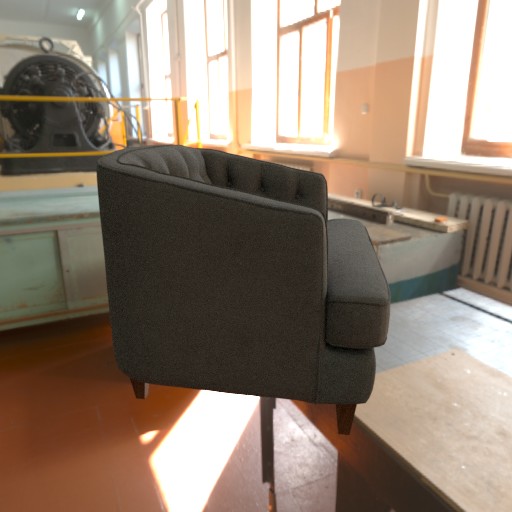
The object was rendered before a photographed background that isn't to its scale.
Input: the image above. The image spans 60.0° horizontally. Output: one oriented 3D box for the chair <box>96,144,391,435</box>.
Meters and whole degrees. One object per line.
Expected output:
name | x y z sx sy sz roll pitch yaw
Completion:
chair | 0.000 0.000 1.777 0.941 0.852 1.104 2 17 8
